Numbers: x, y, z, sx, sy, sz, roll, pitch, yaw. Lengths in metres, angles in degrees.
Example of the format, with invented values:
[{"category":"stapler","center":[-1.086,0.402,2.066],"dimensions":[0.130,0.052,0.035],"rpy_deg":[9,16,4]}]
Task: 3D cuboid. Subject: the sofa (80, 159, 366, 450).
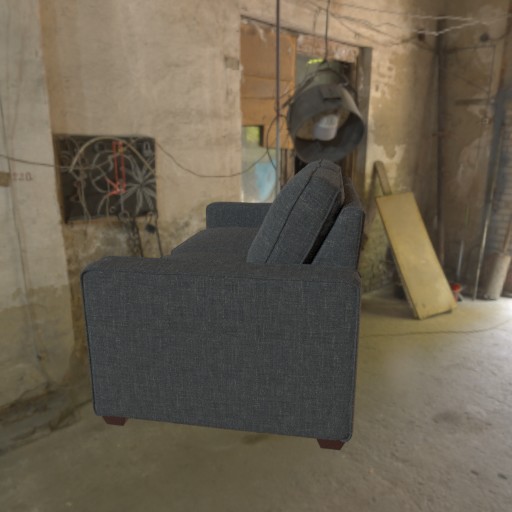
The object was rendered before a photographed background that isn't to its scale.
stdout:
[{"category":"sofa","center":[0.000,0.000,2.229],"dimensions":[0.947,0.918,1.709],"rpy_deg":[2,15,9]}]
